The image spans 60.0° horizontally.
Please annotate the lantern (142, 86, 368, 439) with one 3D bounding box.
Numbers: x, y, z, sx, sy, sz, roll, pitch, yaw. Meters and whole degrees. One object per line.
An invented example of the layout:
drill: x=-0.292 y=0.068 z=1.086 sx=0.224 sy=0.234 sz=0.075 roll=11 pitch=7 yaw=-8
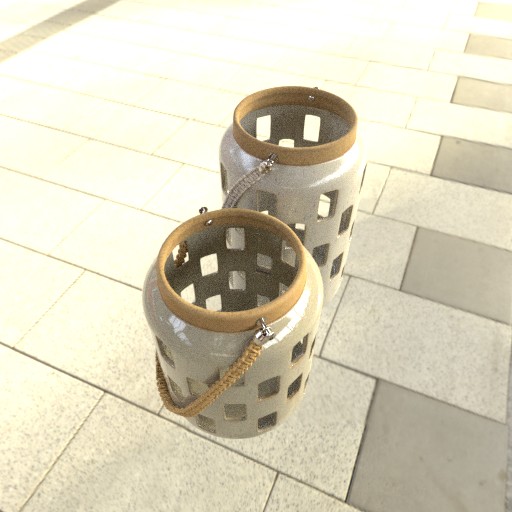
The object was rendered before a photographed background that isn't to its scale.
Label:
lantern: x=0.000 y=0.000 z=0.495 sx=0.184 sy=0.255 sz=0.347 roll=16 pitch=49 yaw=15
